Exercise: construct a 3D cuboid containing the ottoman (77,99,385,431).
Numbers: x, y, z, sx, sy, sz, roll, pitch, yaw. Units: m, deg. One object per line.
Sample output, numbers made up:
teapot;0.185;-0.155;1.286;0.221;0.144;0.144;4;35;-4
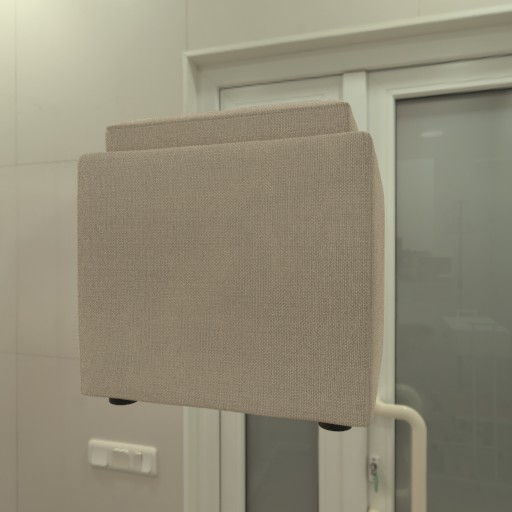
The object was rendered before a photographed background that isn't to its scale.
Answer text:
ottoman;0.000;0.000;0.817;0.450;0.460;0.451;0;0;18
